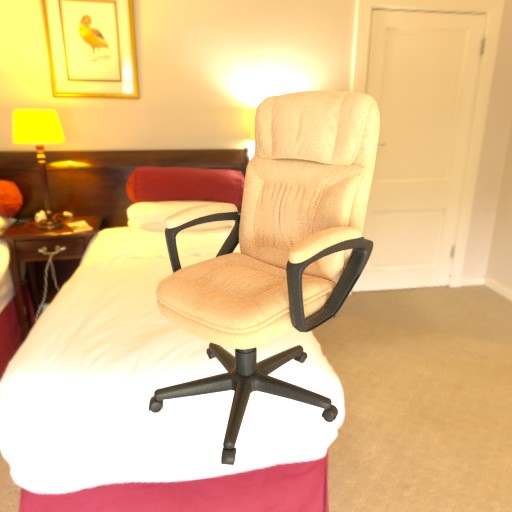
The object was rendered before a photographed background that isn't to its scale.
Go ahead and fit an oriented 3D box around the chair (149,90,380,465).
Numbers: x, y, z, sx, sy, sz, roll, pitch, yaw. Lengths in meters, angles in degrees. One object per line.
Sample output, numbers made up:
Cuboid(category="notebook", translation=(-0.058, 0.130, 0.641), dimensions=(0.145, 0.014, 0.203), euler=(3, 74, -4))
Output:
Cuboid(category="chair", translation=(0.000, 0.000, 1.554), dimensions=(0.667, 1.105, 0.724), euler=(16, 24, 40))
